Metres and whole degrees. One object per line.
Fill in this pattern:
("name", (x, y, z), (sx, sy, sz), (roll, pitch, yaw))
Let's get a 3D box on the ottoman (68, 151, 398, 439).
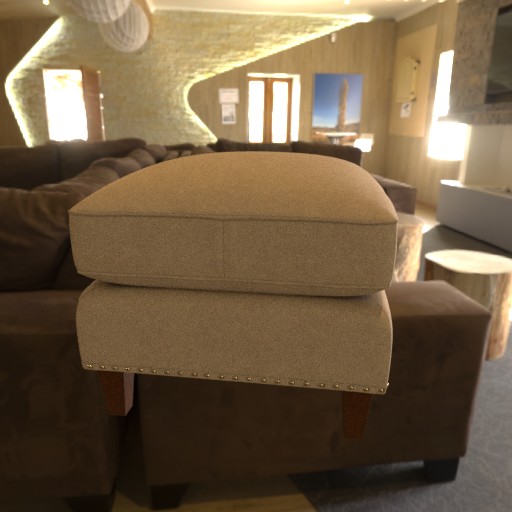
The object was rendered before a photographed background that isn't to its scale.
("ottoman", (0.000, 0.000, 1.126), (0.584, 0.513, 0.741), (2, 17, 8))
